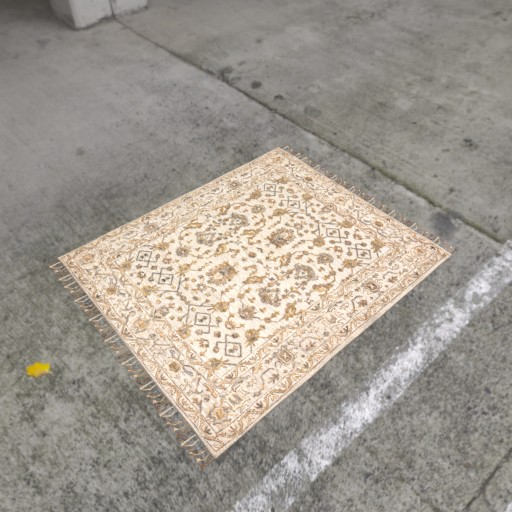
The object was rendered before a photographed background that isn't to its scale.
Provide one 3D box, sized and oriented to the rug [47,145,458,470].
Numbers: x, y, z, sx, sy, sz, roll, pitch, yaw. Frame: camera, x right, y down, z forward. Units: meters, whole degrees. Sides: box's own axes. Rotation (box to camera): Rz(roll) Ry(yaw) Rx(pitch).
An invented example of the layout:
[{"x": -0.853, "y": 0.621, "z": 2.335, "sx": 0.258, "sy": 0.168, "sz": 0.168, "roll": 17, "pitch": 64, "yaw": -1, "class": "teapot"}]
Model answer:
[{"x": 0.000, "y": 0.000, "z": 4.178, "sx": 3.061, "sy": 0.034, "sz": 2.426, "roll": -32, "pitch": 55, "yaw": -27, "class": "rug"}]
